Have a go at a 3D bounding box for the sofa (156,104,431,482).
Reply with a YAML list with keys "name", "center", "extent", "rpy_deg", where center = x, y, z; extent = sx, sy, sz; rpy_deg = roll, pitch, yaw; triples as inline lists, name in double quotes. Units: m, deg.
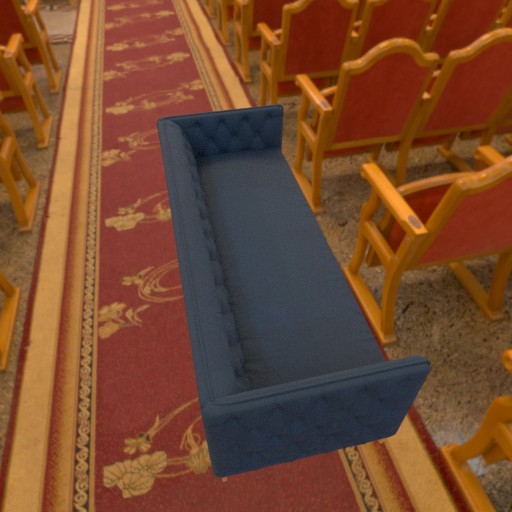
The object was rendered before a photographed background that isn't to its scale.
- name: "sofa"
  center: [0.000, 0.000, 2.595]
  extent: [0.895, 0.771, 2.209]
  rpy_deg: [-9, 46, -9]
